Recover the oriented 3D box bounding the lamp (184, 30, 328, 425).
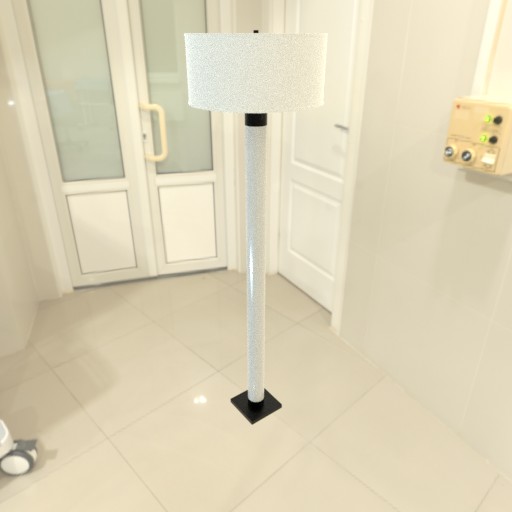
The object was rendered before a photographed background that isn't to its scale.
[{"bbox_3d":[0.000,0.000,1.625,0.420,1.475,0.420,-18,32,-32],"label":"lamp"}]
